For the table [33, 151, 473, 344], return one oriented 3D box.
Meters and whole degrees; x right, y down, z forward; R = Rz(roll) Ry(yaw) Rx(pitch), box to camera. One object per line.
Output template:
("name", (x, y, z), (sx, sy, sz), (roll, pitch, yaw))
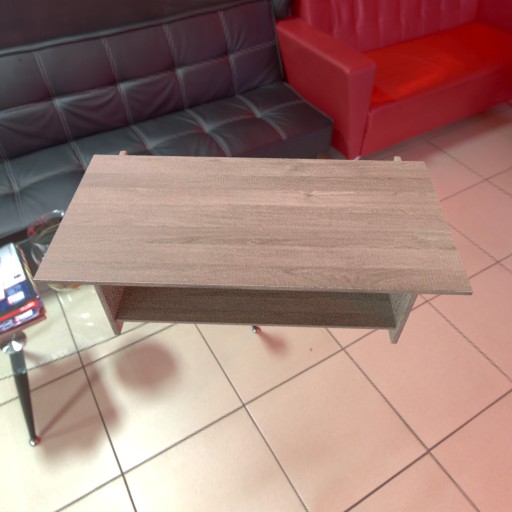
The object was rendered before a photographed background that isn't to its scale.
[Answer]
("table", (0.000, 0.000, 1.454), (1.000, 0.570, 0.712), (1, 47, 1))
